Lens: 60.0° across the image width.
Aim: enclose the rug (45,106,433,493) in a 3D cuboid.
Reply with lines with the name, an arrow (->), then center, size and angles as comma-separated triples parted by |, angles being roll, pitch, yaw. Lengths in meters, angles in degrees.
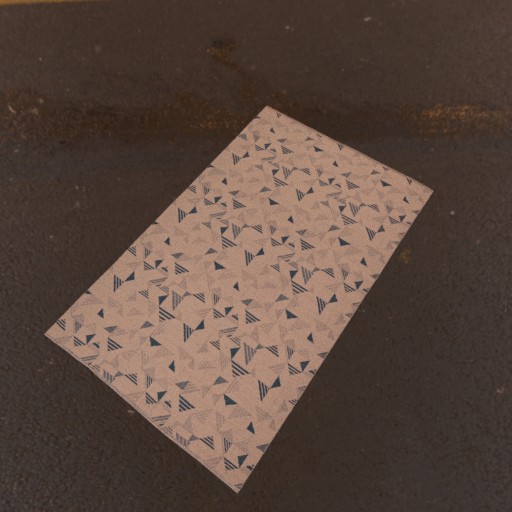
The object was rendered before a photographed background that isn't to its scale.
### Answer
rug -> 0.000, 0.000, 3.042 | 1.512, 0.009, 2.457 | 32, 67, 16
